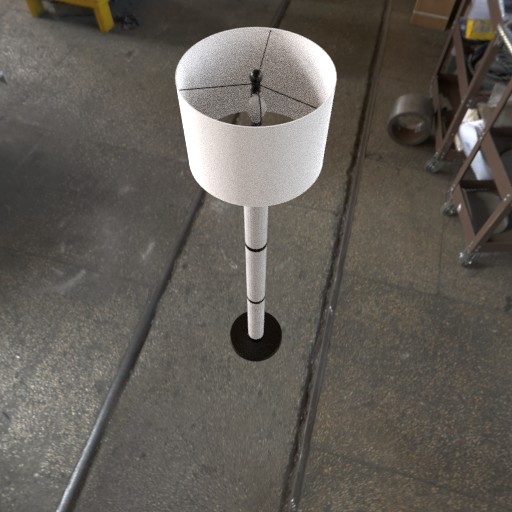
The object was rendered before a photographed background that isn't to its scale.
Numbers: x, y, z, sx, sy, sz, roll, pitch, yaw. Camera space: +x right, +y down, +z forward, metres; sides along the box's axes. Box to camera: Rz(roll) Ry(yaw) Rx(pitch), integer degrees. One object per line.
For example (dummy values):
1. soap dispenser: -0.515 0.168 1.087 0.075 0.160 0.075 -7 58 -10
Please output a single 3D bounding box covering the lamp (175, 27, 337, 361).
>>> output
1. lamp: 0.000 0.000 1.701 0.377 1.599 0.377 -16 59 -10
